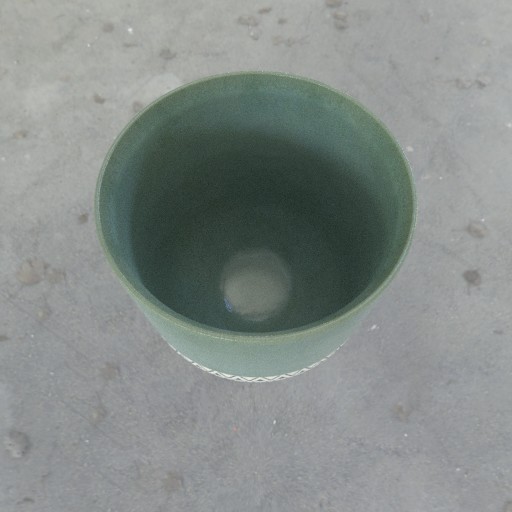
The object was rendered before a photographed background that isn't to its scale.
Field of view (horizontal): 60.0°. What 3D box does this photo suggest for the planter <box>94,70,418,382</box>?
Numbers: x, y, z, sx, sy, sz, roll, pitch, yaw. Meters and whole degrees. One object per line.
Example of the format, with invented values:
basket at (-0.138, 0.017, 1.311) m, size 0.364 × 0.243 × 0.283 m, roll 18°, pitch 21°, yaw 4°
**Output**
planter at (0.000, 0.000, 0.487) m, size 0.266 × 0.270 × 0.266 m, roll 0°, pitch 64°, yaw 0°
